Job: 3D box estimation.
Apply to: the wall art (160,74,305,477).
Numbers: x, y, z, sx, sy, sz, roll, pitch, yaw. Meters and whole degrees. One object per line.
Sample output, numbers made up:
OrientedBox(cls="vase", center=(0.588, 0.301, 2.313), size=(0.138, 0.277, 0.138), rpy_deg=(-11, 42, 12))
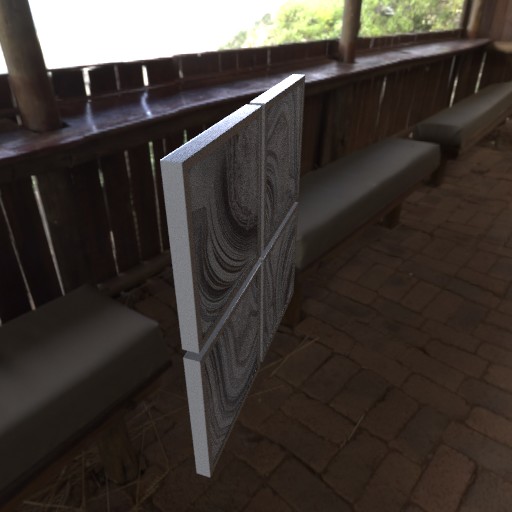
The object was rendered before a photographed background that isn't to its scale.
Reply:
OrientedBox(cls="wall art", center=(0.000, 0.000, 0.919), size=(0.029, 0.611, 0.611), rpy_deg=(10, 33, 16))
